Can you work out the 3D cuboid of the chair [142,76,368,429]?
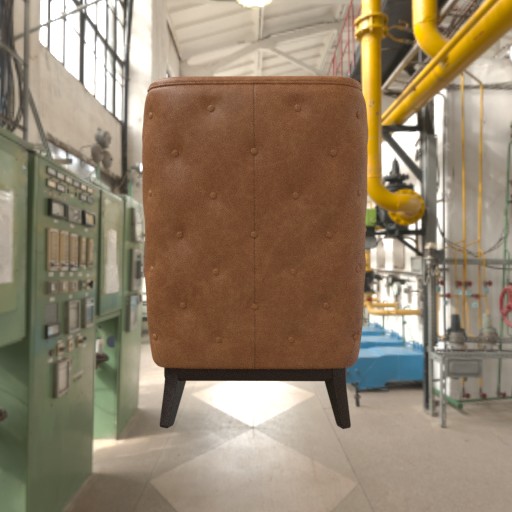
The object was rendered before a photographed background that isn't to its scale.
[{"bbox_3d":[0.000,0.000,1.673,0.766,1.079,0.899,0,-1,1],"label":"chair"}]
